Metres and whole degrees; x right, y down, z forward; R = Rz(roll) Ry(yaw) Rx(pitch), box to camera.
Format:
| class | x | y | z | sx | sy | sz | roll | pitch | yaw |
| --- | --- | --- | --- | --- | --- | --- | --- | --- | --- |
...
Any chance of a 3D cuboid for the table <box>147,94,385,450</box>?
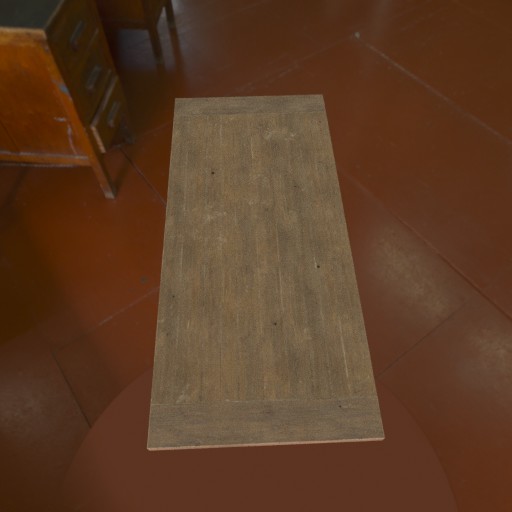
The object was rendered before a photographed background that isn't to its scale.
| class | x | y | z | sx | sy | sz | roll | pitch | yaw |
| --- | --- | --- | --- | --- | --- | --- | --- | --- | --- |
| table | 0.000 | 0.000 | 2.193 | 0.820 | 0.465 | 1.800 | -2 | 58 | -1 |
